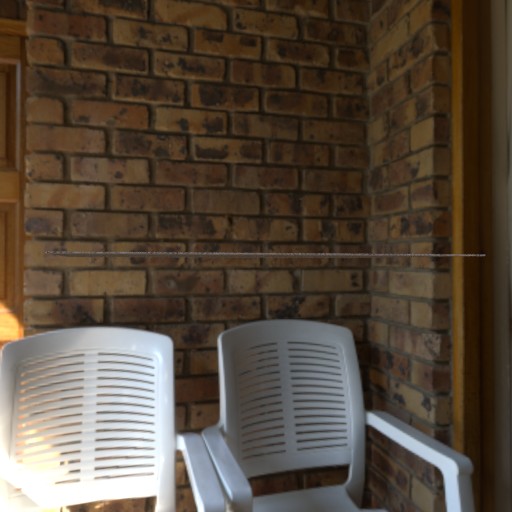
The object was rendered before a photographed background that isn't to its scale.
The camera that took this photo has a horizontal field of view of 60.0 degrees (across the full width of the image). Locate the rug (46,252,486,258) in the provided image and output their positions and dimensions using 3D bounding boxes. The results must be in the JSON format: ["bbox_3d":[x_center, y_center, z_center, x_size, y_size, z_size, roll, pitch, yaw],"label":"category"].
[{"bbox_3d":[0.000,0.000,3.000,2.428,0.007,1.519,0,-1,-20],"label":"rug"}]
